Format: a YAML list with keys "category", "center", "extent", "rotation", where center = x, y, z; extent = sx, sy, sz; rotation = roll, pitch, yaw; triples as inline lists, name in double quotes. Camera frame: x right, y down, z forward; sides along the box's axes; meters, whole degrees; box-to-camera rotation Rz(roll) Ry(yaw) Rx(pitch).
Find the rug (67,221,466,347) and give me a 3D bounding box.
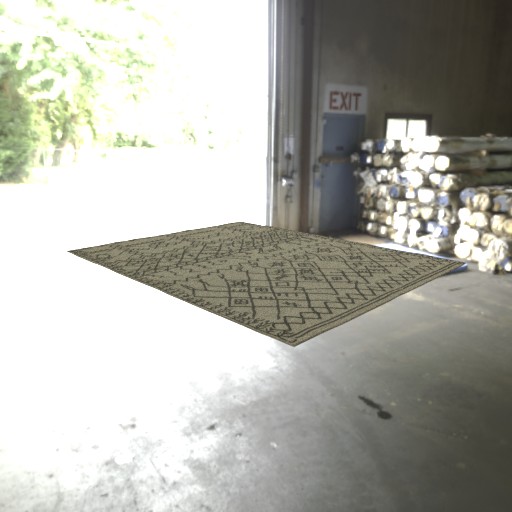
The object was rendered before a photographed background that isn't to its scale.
- category: "rug"
  center: [0.000, 0.000, 3.434]
  extent: [1.964, 0.025, 2.455]
  rotation: [-14, 20, -43]
